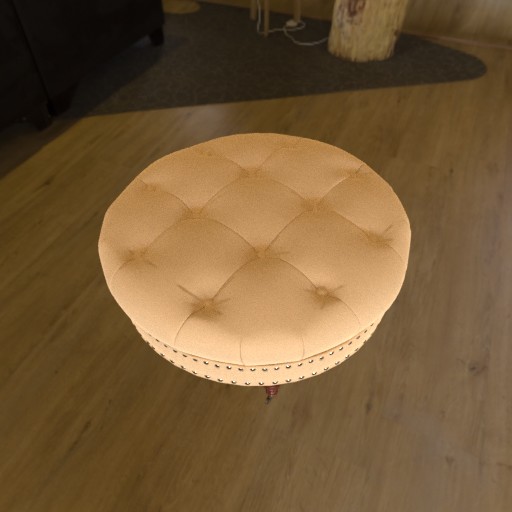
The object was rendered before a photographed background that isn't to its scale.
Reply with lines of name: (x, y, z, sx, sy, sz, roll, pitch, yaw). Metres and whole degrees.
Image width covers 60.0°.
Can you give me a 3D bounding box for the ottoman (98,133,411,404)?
ottoman: (0.000, 0.000, 1.406, 0.901, 0.439, 0.901, 0, 47, 0)
